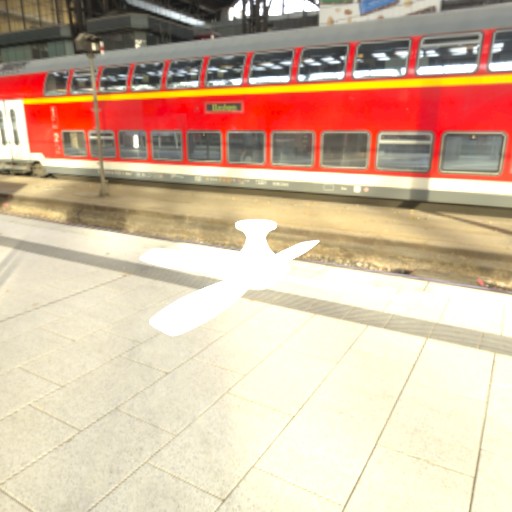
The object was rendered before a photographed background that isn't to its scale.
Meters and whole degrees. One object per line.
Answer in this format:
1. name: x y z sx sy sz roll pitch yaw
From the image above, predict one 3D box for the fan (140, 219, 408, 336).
1. fan: 0.000 0.000 2.546 1.694 0.382 1.693 9 19 28
